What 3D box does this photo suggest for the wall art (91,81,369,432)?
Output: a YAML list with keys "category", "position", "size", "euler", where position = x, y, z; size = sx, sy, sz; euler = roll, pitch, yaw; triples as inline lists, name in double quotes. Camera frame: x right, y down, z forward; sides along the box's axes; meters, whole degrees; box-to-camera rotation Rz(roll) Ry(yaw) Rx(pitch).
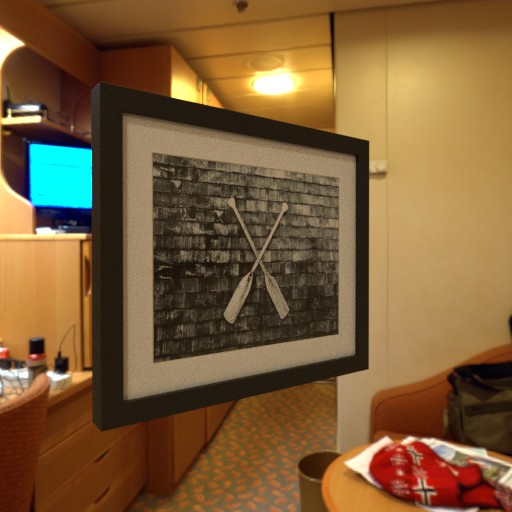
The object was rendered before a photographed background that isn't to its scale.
- category: "wall art"
  position: [0.000, 0.000, 0.540]
  size: [0.381, 0.330, 0.029]
  euler: [0, 1, -36]
